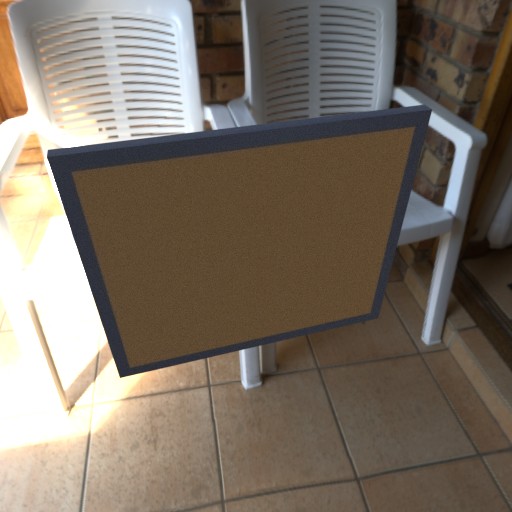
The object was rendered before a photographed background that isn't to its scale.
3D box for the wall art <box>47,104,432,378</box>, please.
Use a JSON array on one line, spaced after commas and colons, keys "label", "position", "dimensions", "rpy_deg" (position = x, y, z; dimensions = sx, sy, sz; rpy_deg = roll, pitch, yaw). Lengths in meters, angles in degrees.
[{"label": "wall art", "position": [0.000, 0.000, 0.921], "dimensions": [0.660, 0.558, 0.026], "rpy_deg": [-11, 41, -12]}]
